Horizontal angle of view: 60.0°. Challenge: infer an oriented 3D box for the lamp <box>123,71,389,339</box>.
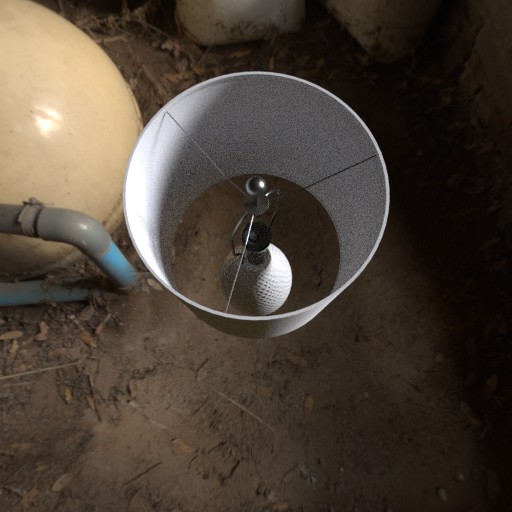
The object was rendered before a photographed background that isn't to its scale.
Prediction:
[{"bbox_3d":[0.000,0.000,0.575,0.214,0.466,0.214,42,79,10],"label":"lamp"}]
